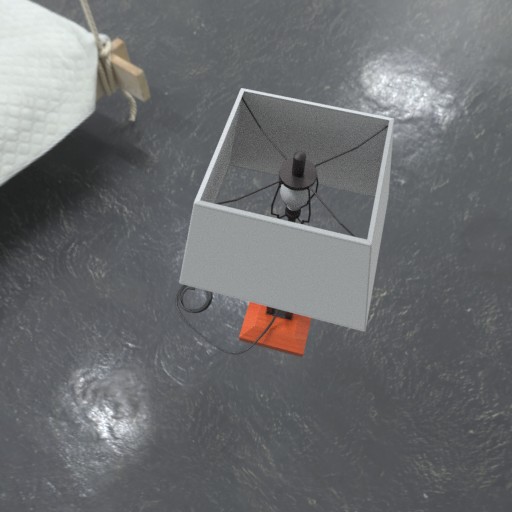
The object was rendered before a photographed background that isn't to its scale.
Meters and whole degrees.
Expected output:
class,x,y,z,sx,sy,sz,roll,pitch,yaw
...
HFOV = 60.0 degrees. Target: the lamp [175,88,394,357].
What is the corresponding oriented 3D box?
class,x,y,z,sx,sy,sz,roll,pitch,yaw
lamp,0.000,0.000,1.005,0.498,0.737,0.310,14,63,7
